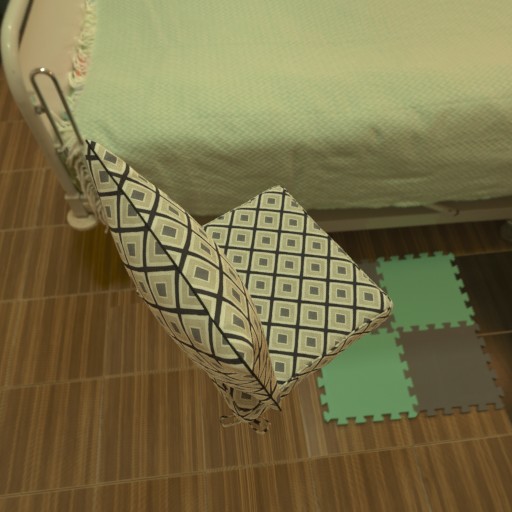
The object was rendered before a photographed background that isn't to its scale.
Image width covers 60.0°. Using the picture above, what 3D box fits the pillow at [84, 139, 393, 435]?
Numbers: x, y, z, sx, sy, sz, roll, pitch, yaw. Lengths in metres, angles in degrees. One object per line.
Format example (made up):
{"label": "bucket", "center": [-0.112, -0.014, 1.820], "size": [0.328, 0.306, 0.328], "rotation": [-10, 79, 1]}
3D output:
{"label": "pillow", "center": [0.000, 0.000, 1.391], "size": [0.733, 0.722, 0.798], "rotation": [-31, 64, -18]}
